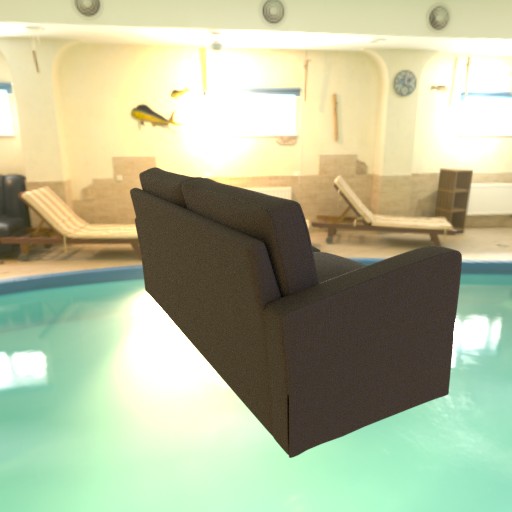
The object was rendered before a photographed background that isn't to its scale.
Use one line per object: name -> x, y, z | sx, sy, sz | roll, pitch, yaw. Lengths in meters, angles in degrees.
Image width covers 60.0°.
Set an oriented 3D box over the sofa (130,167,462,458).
sofa -> 0.000, 0.000, 2.304 | 0.898, 0.839, 1.852 | -8, 18, -27
